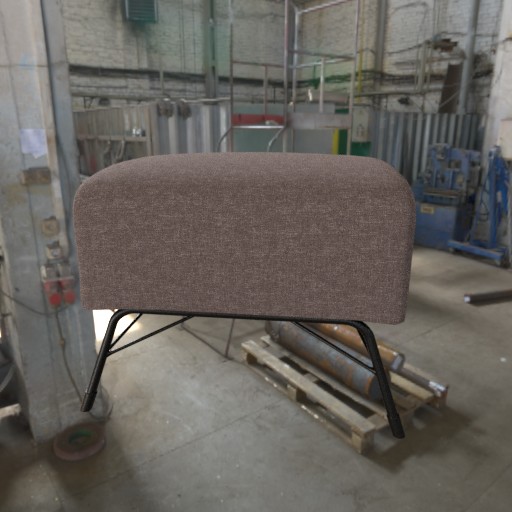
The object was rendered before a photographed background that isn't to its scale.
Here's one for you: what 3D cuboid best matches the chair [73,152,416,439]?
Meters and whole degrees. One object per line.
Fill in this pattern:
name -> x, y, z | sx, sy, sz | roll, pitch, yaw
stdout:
chair -> 0.000, 0.000, 0.903 | 0.530, 0.410, 0.530 | 2, 16, 7
